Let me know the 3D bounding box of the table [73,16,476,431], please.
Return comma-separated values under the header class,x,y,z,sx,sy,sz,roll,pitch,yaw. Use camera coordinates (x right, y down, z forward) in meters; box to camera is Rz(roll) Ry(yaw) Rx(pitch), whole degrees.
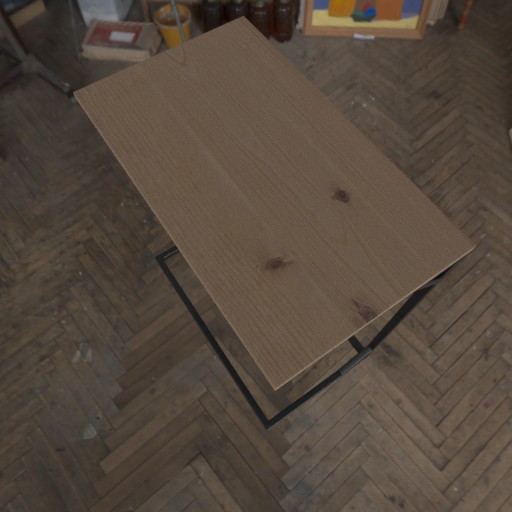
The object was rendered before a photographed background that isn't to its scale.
class,x,y,z,sx,sy,sz,roll,pitch,yaw
table,0.000,0.000,0.995,0.351,0.673,0.597,-32,68,-14
